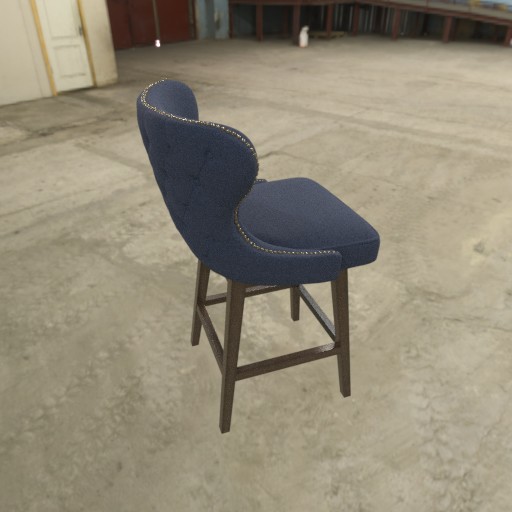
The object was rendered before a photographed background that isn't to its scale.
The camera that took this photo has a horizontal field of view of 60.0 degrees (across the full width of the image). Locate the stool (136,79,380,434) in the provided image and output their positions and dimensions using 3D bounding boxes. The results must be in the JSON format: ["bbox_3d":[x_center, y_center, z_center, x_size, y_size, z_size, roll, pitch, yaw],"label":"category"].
[{"bbox_3d":[0.000,0.000,1.370,0.597,0.972,0.615,-11,33,-17],"label":"stool"}]
